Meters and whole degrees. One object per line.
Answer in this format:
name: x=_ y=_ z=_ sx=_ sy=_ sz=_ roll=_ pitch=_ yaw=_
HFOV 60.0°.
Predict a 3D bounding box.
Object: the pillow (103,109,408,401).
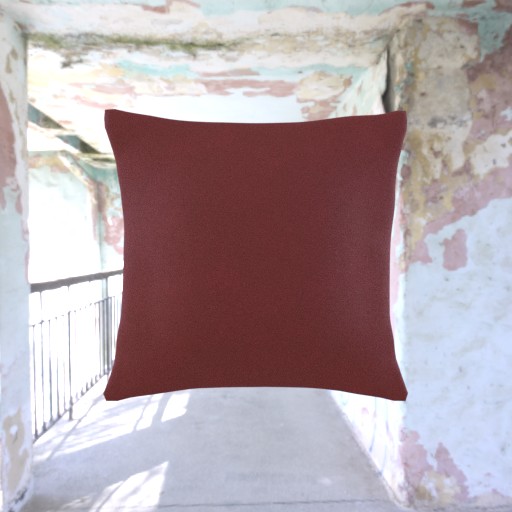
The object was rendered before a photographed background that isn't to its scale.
pillow: x=0.000 y=0.000 z=0.639 sx=0.435 sy=0.416 sz=0.151 roll=0 pitch=2 yaw=0
